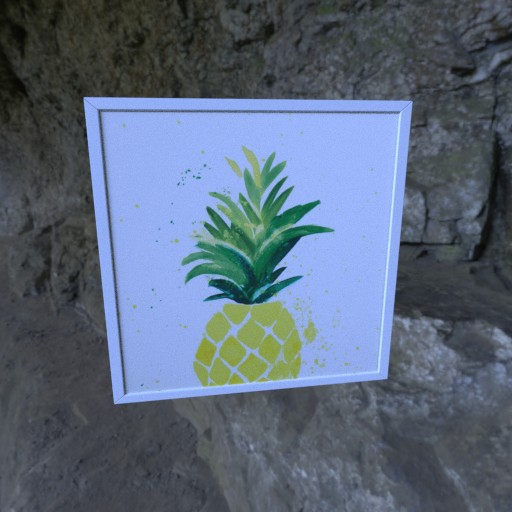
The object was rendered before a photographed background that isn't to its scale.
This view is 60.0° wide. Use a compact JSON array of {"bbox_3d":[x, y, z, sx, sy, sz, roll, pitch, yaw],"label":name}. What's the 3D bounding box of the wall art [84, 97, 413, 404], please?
[{"bbox_3d":[0.000,0.000,0.461,0.307,0.307,0.020,-3,16,-9],"label":"wall art"}]
